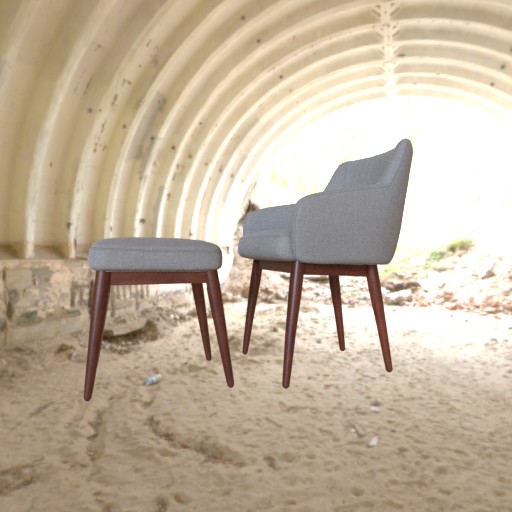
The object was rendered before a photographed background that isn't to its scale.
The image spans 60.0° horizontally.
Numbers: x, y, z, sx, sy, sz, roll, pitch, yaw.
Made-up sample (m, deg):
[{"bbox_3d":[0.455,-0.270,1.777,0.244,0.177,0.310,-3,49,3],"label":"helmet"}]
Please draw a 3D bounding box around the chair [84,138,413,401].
[{"bbox_3d":[0.000,0.000,1.554,1.107,0.799,0.584,0,1,-17],"label":"chair"}]
